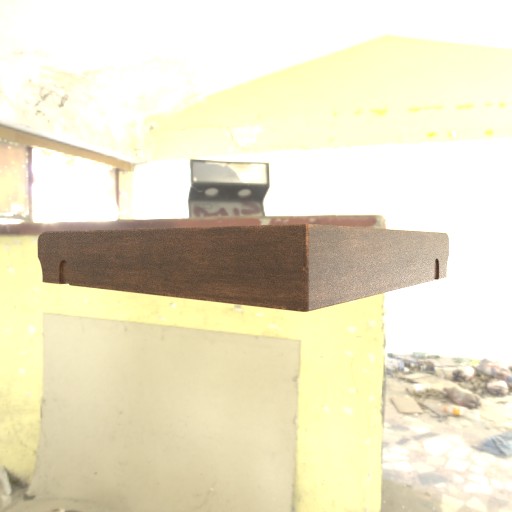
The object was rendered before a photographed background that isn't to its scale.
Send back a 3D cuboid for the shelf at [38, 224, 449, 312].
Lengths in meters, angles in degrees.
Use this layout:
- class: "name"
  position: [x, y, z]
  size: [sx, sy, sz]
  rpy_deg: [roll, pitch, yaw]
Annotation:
- class: "shelf"
  position: [0.000, 0.000, 0.465]
  size: [0.310, 0.050, 0.310]
  rpy_deg: [1, 2, 38]
